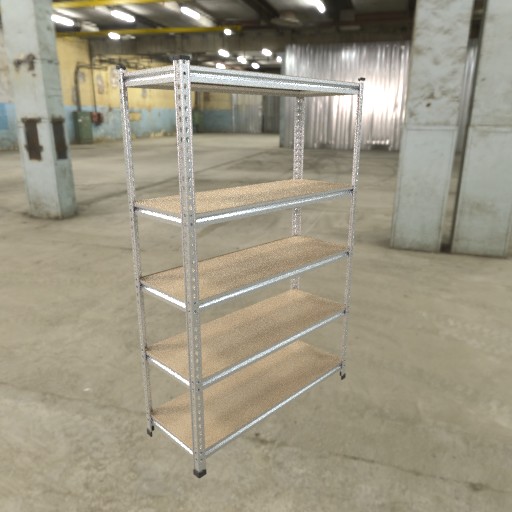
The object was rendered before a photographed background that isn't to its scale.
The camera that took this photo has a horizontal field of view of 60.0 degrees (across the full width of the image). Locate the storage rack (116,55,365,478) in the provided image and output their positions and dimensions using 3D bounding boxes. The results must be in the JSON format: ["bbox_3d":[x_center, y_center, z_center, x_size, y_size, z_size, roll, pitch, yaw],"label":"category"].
[{"bbox_3d":[0.000,0.000,2.381,0.457,1.829,1.219,16,23,42],"label":"storage rack"}]
